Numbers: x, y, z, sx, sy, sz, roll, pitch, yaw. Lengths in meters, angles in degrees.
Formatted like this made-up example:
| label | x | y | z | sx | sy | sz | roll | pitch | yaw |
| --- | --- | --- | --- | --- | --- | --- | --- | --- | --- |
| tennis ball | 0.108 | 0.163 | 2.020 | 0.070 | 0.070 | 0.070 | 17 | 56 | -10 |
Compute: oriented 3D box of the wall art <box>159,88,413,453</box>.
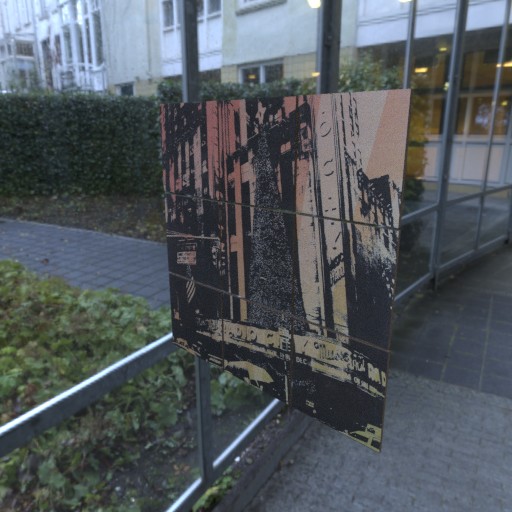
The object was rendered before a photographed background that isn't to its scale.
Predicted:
| label | x | y | z | sx | sy | sz | roll | pitch | yaw |
| --- | --- | --- | --- | --- | --- | --- | --- | --- | --- |
| wall art | 0.000 | 0.000 | 1.811 | 1.216 | 1.216 | 0.013 | 15 | 22 | 41 |
